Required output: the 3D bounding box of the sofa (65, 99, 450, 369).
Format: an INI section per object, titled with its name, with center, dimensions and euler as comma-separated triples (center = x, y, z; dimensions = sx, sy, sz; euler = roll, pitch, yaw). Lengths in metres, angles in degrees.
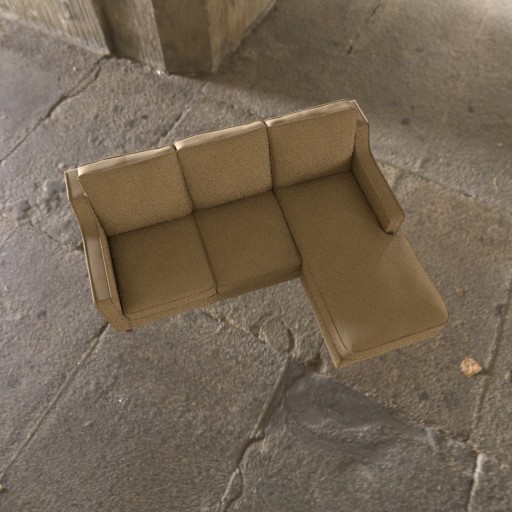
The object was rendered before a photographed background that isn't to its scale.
[sofa]
center = 0.000, 0.000, 3.272
dimensions = 2.317, 1.066, 1.858
euler = -16, 64, -8
